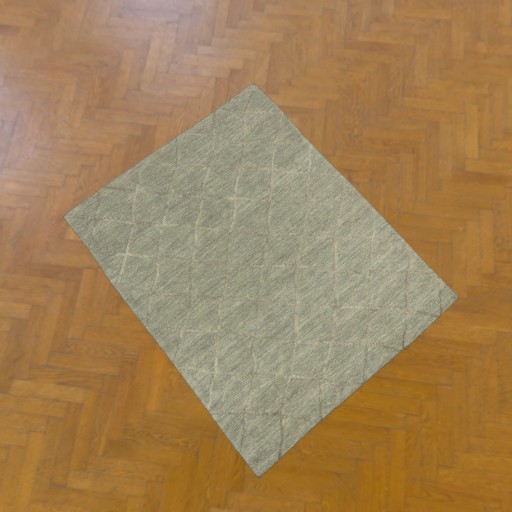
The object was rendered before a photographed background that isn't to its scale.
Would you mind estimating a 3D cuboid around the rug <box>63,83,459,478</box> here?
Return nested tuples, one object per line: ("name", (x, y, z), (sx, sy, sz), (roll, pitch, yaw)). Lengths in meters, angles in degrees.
("rug", (0.000, 0.000, 4.228), (2.438, 0.013, 3.048), (-38, 78, -10))
